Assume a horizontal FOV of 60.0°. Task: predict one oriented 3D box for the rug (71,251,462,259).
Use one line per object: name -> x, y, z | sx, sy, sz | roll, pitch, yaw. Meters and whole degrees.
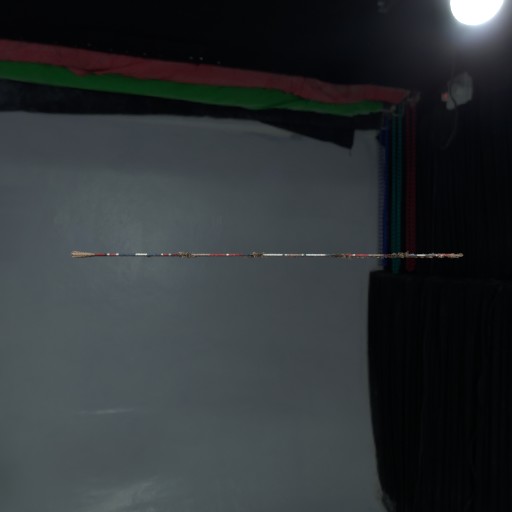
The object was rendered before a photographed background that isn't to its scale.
rug -> 0.000, 0.000, 2.683 | 2.025, 0.040, 1.469 | 0, 0, -20
